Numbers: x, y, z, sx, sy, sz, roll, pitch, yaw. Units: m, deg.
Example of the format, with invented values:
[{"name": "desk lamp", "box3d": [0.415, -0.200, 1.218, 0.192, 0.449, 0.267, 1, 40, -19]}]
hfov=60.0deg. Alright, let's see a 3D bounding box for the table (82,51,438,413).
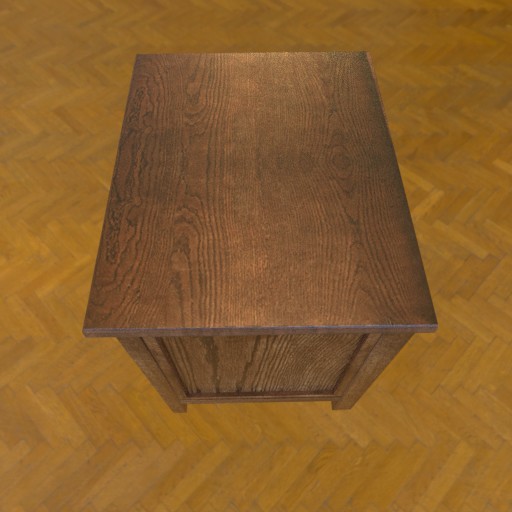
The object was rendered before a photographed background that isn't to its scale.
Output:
[{"name": "table", "box3d": [0.000, 0.000, 0.976, 0.461, 0.597, 0.586, -1, 59, -1]}]
